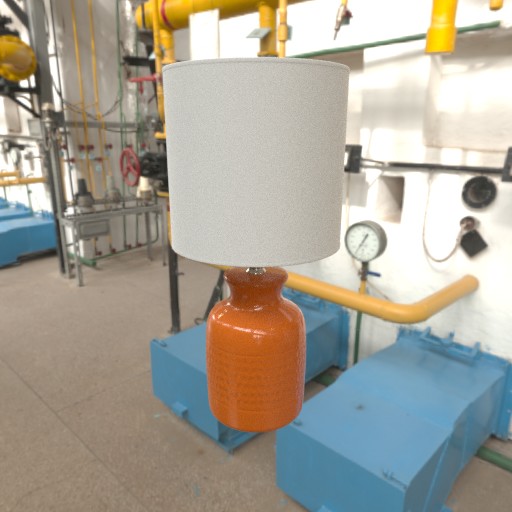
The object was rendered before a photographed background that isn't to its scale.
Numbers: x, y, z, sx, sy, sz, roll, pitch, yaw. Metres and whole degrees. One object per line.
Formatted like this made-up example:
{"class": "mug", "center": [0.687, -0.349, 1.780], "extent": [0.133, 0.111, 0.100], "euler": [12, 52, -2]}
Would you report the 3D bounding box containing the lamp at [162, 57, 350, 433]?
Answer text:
{"class": "lamp", "center": [0.000, 0.000, 1.125], "extent": [0.418, 0.871, 0.418], "euler": [-15, 22, -43]}
